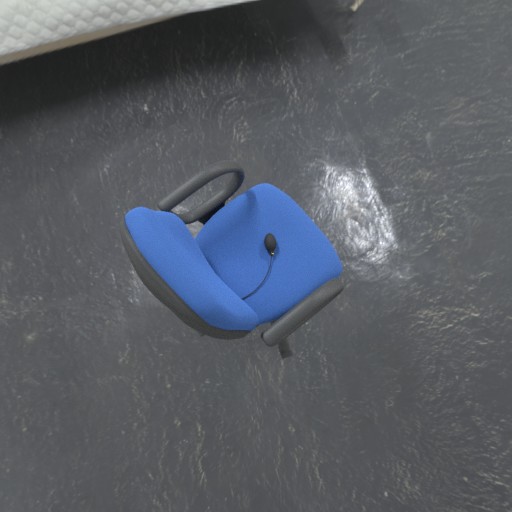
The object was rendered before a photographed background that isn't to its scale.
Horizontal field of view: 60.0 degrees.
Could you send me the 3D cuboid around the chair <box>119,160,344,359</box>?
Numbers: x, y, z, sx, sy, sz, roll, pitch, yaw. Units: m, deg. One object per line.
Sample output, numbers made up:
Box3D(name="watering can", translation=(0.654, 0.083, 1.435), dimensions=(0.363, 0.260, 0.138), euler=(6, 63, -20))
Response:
Box3D(name="chair", translation=(0.000, 0.000, 1.263), dimensions=(0.549, 0.905, 0.552), euler=(-37, 77, -10))
